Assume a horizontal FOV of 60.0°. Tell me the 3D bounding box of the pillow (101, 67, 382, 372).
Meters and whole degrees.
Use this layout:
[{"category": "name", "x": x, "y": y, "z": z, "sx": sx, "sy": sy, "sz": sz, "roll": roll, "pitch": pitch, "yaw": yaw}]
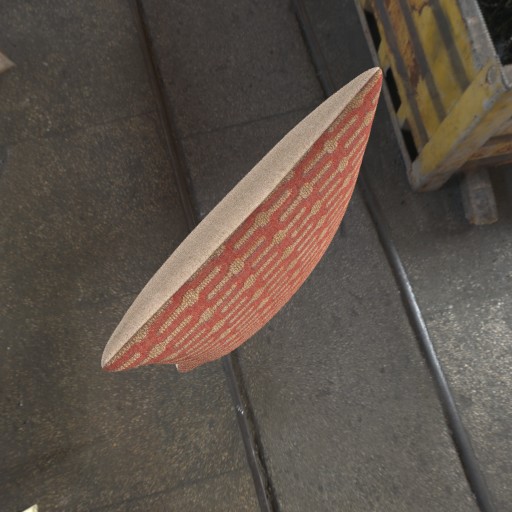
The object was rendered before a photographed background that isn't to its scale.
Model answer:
[{"category": "pillow", "x": 0.000, "y": 0.000, "z": 0.770, "sx": 0.182, "sy": 0.503, "sz": 0.511, "roll": 40, "pitch": 79, "yaw": 9}]
